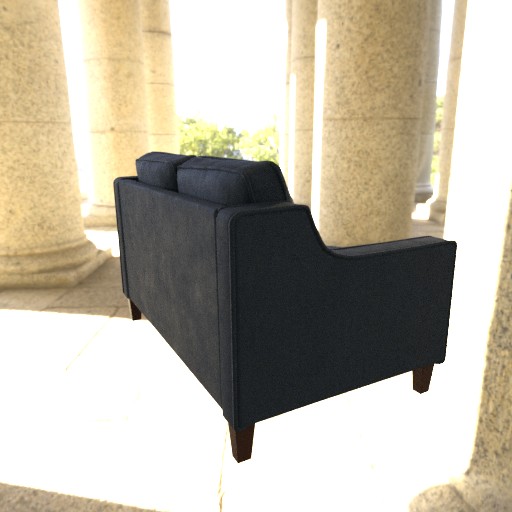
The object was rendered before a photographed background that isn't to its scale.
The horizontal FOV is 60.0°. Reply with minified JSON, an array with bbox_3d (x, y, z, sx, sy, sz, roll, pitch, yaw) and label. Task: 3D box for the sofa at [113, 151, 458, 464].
[{"bbox_3d":[0.000,0.000,2.138,0.987,0.971,1.501,-8,16,-28],"label":"sofa"}]
